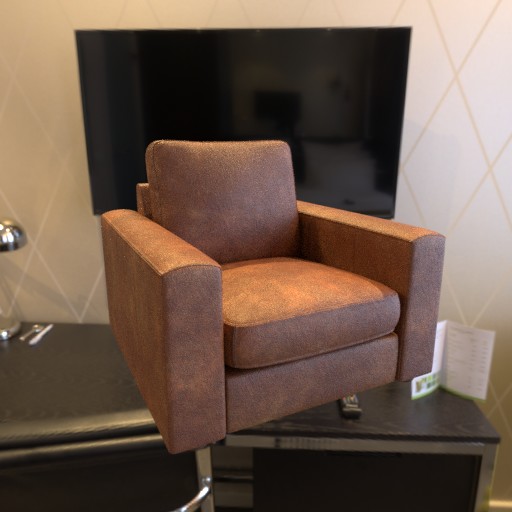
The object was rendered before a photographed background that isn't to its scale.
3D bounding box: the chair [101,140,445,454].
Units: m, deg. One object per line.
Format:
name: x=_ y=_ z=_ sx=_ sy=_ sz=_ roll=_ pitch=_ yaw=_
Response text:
chair: x=0.000 y=0.000 z=1.726 sx=1.005 sy=0.873 sz=1.016 roll=-7 pitch=16 yaw=-26
